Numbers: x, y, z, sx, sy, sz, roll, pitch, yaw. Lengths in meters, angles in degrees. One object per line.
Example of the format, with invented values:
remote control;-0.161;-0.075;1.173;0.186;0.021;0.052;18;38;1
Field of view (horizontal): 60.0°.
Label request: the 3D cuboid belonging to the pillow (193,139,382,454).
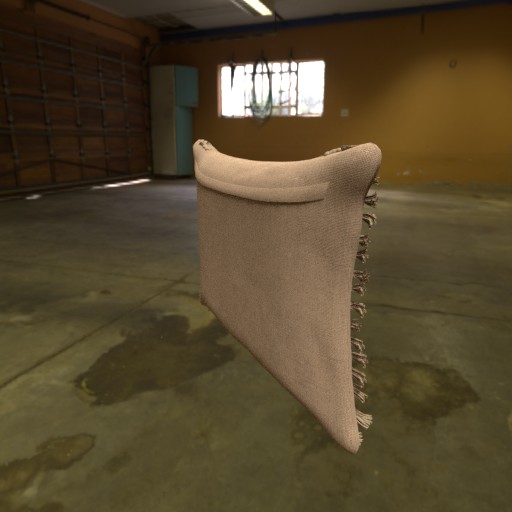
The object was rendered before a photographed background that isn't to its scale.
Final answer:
pillow;0.000;0.000;0.600;0.084;0.305;0.466;-7;16;-25
